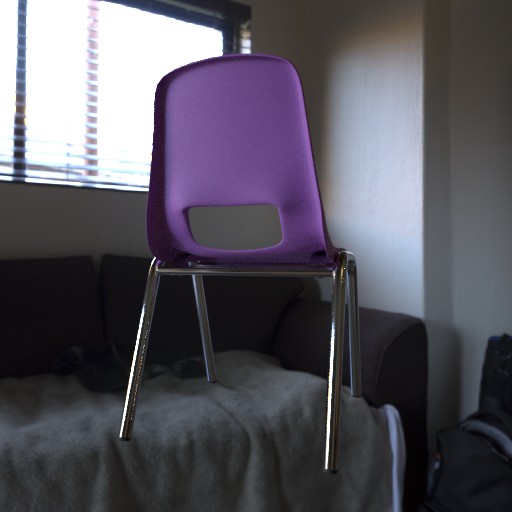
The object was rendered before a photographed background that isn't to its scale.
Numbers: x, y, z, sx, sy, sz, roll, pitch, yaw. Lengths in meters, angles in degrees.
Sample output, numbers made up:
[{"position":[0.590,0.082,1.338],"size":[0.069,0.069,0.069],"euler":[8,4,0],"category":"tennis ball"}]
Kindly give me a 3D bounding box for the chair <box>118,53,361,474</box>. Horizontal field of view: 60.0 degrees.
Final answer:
[{"position":[0.000,0.000,0.681],"size":[0.291,0.493,0.301],"euler":[0,0,19],"category":"chair"}]
